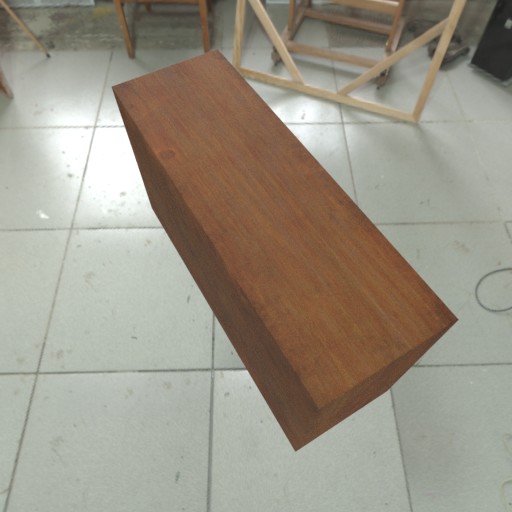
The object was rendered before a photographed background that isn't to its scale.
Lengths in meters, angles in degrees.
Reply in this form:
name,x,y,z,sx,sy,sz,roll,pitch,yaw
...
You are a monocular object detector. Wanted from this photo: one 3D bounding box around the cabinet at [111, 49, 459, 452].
name,x,y,z,sx,sy,sz,roll,pitch,yaw
cabinet,0.000,0.000,1.604,0.403,0.805,1.204,-27,63,-15
